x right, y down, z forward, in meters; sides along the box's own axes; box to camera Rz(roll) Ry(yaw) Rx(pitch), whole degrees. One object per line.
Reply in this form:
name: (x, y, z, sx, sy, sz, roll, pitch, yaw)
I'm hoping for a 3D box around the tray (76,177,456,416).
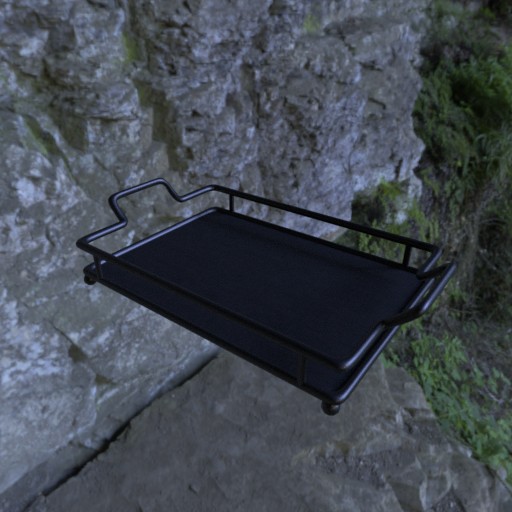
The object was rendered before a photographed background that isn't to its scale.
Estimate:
tray: (0.000, 0.000, 0.619, 0.495, 0.101, 0.297, 20, 35, 32)
